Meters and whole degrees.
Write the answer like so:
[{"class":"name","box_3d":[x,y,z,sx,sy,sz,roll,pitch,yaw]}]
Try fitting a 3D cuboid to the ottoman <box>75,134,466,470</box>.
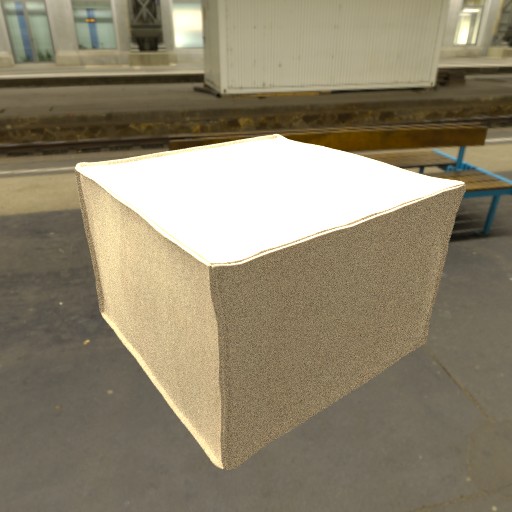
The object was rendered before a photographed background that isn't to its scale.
[{"class":"ottoman","box_3d":[0.000,0.000,1.147,0.696,0.470,0.707,-19,33,-32]}]
